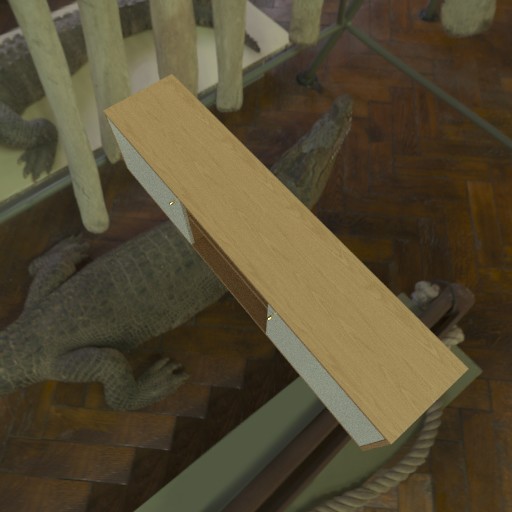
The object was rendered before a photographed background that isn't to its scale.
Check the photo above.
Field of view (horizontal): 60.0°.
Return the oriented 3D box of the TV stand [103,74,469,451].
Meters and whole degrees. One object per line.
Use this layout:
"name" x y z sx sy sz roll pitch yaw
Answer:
"TV stand" 0.000 0.000 1.982 0.400 0.580 1.760 -36 69 -16
